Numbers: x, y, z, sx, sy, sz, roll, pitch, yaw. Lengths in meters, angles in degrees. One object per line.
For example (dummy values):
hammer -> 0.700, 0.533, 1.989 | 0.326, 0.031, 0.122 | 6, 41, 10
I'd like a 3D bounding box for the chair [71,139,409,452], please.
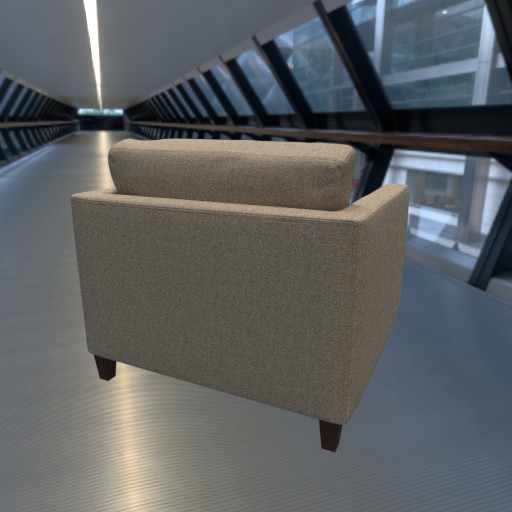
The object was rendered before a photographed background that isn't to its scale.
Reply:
chair -> 0.000, 0.000, 1.870 | 1.107, 0.961, 0.959 | 8, 17, 25
